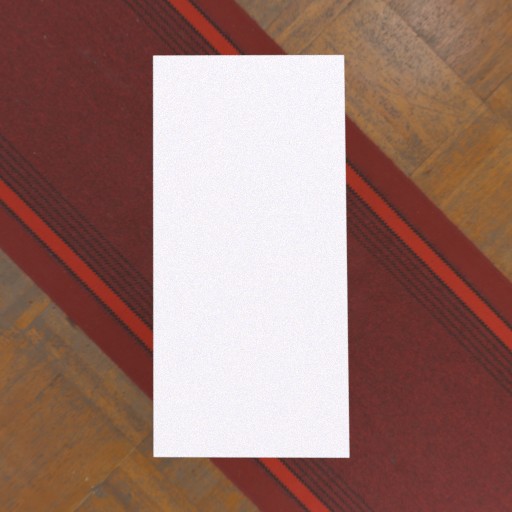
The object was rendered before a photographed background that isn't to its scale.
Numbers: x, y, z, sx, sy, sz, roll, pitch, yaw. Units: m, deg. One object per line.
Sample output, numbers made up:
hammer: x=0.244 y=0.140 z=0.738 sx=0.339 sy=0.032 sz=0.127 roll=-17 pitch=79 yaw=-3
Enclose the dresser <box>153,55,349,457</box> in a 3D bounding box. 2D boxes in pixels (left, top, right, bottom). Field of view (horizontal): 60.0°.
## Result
dresser: x=0.000 y=0.000 z=1.284 sx=0.420 sy=0.740 sz=0.830 roll=0 pitch=90 yaw=0
